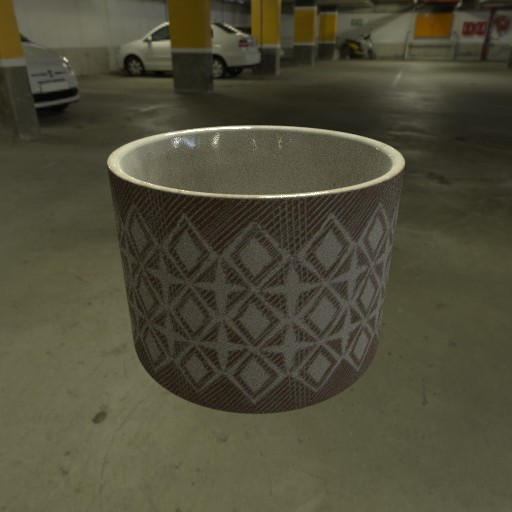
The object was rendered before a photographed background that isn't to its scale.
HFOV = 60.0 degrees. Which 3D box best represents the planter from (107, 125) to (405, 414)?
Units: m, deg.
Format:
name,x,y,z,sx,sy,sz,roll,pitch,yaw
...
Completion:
name,x,y,z,sx,sy,sz,roll,pitch,yaw
planter,0.000,0.000,0.219,0.126,0.104,0.126,0,26,0
